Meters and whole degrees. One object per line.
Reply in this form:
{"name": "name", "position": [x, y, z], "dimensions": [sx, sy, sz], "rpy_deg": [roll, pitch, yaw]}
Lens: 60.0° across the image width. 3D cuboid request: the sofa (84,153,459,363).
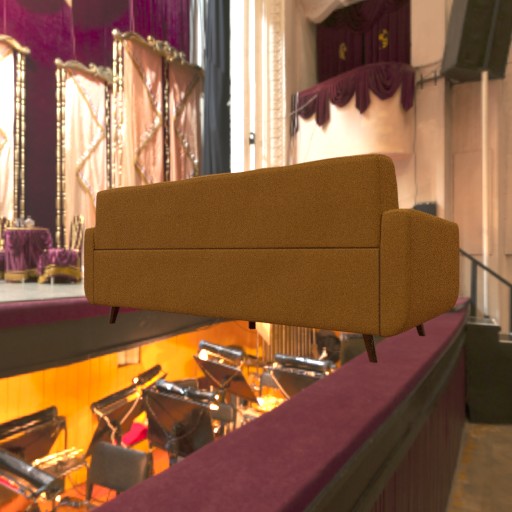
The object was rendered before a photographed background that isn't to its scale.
{"name": "sofa", "position": [0.000, 0.000, 2.561], "dimensions": [2.029, 0.841, 0.909], "rpy_deg": [0, 0, 36]}
